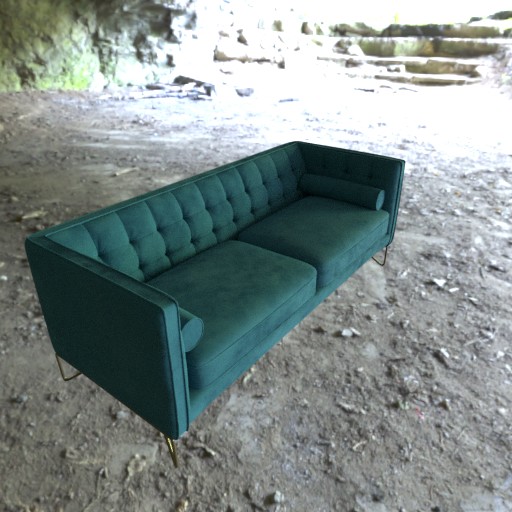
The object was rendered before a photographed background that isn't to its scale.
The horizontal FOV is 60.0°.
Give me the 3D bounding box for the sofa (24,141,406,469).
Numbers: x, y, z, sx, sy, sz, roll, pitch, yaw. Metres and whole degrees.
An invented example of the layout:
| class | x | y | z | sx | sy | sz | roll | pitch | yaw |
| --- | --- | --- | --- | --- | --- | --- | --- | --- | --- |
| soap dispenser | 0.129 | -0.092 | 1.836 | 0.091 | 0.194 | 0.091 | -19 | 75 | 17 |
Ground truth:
| class | x | y | z | sx | sy | sz | roll | pitch | yaw |
| --- | --- | --- | --- | --- | --- | --- | --- | --- | --- |
| sofa | 0.000 | 0.000 | 2.482 | 0.867 | 0.789 | 2.087 | 20 | 34 | 32 |
